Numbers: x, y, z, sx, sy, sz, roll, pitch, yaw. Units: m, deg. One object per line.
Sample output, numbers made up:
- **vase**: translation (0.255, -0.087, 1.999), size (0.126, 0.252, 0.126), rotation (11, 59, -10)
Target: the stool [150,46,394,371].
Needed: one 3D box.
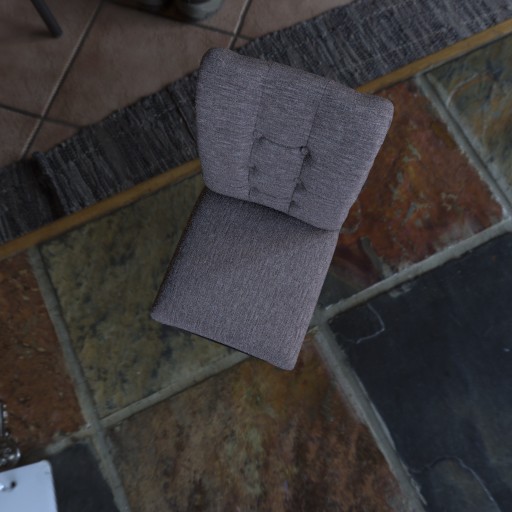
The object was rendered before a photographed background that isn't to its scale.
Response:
- **stool**: translation (0.000, 0.000, 1.435), size (0.452, 1.131, 0.613), rotation (20, 75, 5)
